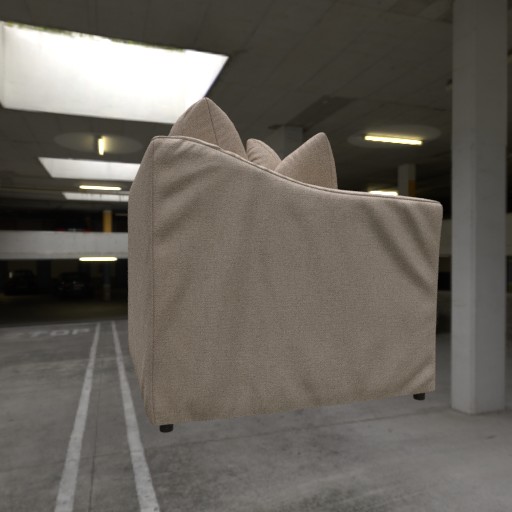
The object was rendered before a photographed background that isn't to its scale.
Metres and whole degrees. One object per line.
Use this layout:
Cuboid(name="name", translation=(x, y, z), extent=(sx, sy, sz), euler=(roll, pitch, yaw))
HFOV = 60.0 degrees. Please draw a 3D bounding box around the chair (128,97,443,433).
Cuboid(name="chair", translation=(0.000, 0.000, 2.006), extent=(1.071, 1.093, 1.194), euler=(0, 0, -19))
